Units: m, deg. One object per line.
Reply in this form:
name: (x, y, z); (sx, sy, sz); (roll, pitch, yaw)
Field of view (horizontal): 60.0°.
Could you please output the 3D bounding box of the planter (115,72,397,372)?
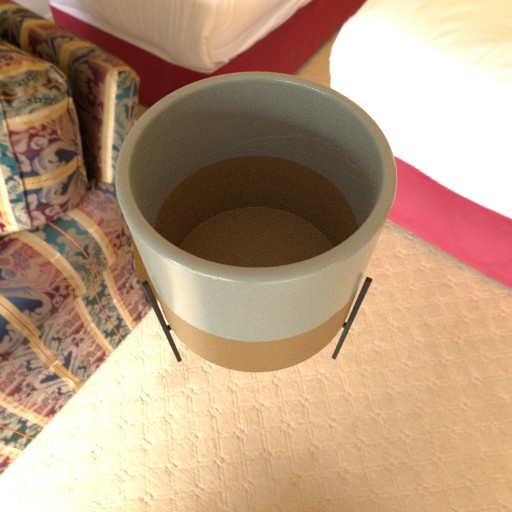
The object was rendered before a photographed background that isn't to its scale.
planter: (0.000, 0.000, 0.750); (0.348, 0.480, 0.360); (-1, 58, -1)
